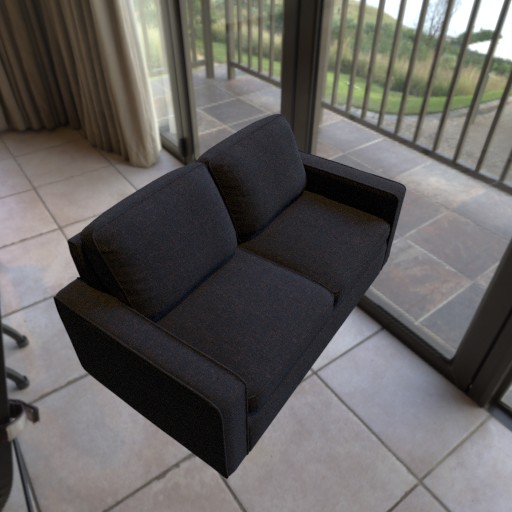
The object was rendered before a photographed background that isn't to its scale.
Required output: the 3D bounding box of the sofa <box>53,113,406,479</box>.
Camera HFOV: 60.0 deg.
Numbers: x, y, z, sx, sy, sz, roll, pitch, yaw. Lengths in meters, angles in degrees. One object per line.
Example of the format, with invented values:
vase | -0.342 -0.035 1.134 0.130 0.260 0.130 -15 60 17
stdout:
sofa | 0.000 0.000 2.273 0.947 0.918 1.709 25 47 26
